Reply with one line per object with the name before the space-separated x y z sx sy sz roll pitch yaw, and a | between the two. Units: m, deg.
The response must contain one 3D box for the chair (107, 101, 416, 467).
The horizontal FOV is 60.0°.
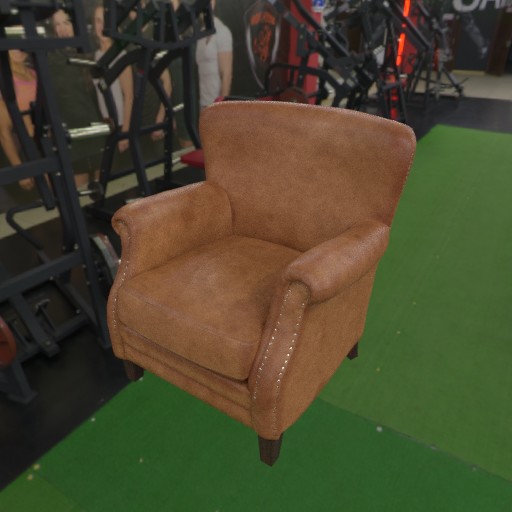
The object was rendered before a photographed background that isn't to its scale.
chair | 0.000 0.000 1.605 0.861 0.936 0.921 18 34 29
